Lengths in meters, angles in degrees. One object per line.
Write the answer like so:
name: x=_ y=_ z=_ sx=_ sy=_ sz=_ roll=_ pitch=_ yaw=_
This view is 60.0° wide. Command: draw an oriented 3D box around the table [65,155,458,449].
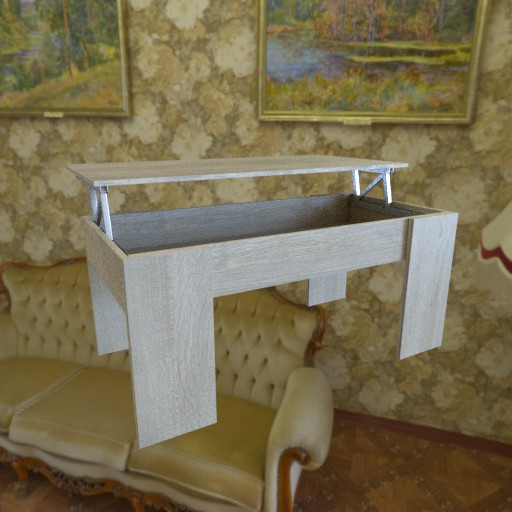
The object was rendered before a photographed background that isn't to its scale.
table: x=0.000 y=0.000 z=1.433 sx=1.000 sy=0.570 sz=0.711 roll=-9 pitch=19 yaw=-28
